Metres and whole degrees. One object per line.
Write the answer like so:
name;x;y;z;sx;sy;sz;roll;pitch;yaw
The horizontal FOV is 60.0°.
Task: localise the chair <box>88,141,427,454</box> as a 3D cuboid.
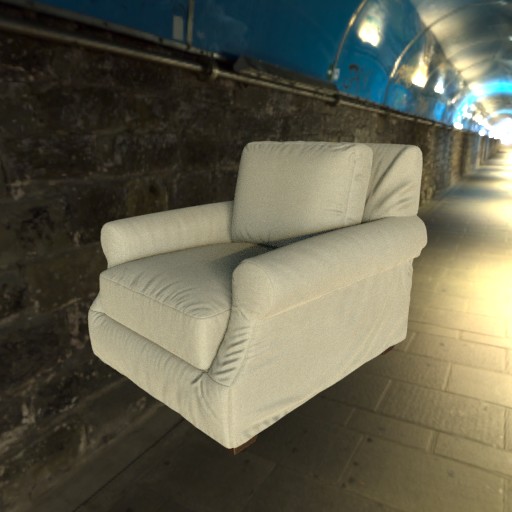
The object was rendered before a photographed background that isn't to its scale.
chair;0.000;0.000;1.723;0.940;0.866;1.066;14;20;43
